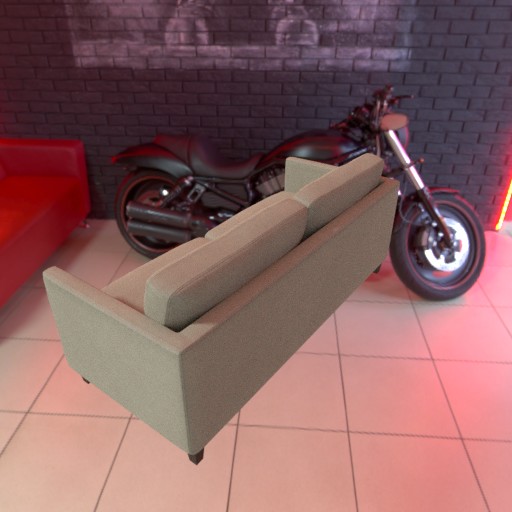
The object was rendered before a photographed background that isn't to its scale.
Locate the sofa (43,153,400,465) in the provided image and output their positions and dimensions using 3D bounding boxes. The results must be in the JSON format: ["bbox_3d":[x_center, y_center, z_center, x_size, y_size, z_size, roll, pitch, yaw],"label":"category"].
[{"bbox_3d":[0.000,0.000,2.707,0.948,0.932,2.181,21,36,31],"label":"sofa"}]
